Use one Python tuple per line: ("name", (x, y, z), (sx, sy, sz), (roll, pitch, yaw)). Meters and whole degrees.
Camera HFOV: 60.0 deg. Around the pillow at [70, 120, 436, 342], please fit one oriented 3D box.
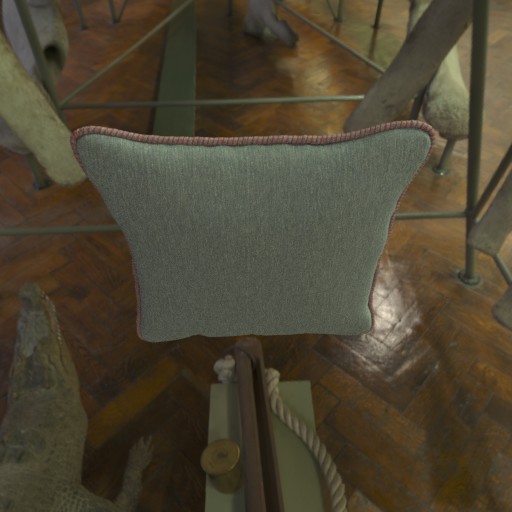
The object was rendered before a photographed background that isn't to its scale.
("pillow", (0.000, 0.000, 0.744), (0.482, 0.491, 0.124), (-2, 46, -2))
